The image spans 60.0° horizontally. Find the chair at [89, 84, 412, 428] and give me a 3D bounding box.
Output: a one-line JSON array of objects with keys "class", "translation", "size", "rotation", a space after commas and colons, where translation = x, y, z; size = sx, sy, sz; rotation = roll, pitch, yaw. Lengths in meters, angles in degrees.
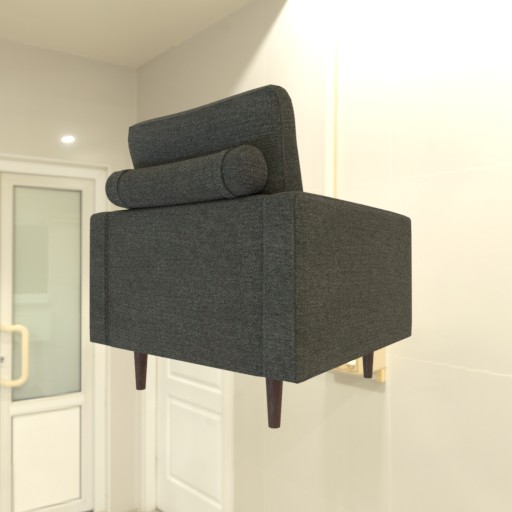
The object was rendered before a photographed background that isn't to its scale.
[{"class": "chair", "translation": [0.000, 0.000, 1.521], "size": [0.821, 0.880, 0.843], "rotation": [0, 0, 37]}]
